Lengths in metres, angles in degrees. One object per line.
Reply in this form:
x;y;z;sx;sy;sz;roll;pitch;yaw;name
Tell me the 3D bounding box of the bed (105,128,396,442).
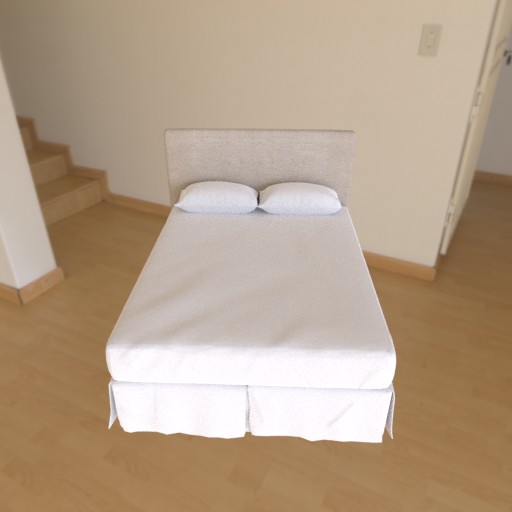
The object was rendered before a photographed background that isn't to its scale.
0.000;0.000;3.238;1.713;1.330;2.162;1;30;2;bed
